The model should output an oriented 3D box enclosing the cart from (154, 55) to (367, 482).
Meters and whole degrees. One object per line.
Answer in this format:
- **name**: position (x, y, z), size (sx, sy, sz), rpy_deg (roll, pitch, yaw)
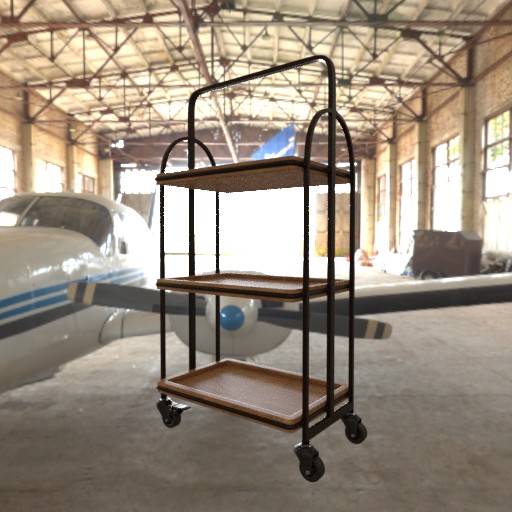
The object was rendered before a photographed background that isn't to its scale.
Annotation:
- **cart**: position (0.000, 0.000, 1.232), size (0.553, 1.001, 0.327), rpy_deg (2, 3, 37)
